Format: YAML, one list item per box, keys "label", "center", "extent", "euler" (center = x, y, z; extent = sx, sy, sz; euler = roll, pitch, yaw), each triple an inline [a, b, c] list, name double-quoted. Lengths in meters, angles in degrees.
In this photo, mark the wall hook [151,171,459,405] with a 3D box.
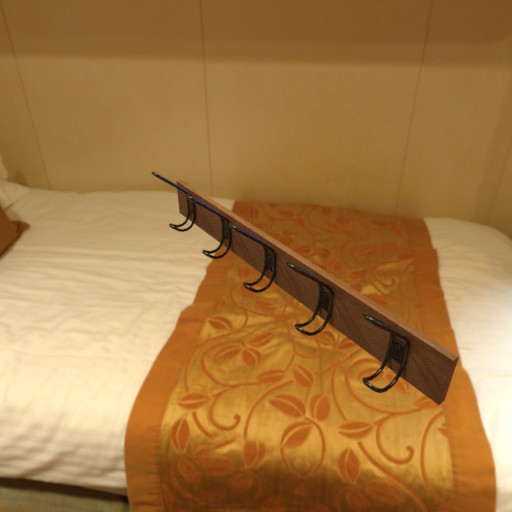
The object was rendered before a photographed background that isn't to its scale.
- label: "wall hook"
  center: [0.000, 0.000, 0.602]
  extent: [0.076, 0.116, 0.554]
  euler: [-22, 38, -31]
